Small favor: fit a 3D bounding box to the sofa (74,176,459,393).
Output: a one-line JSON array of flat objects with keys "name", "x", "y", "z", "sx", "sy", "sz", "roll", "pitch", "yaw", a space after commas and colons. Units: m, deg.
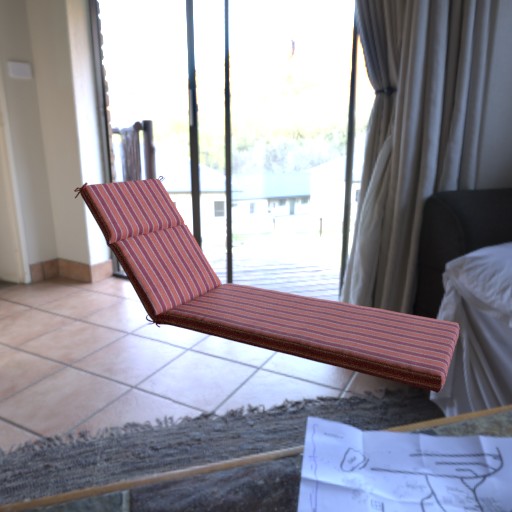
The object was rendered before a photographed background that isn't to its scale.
[{"name": "sofa", "x": 0.000, "y": 0.000, "z": 1.962, "sx": 1.663, "sy": 0.622, "sz": 0.582, "roll": 8, "pitch": 16, "yaw": 29}]
